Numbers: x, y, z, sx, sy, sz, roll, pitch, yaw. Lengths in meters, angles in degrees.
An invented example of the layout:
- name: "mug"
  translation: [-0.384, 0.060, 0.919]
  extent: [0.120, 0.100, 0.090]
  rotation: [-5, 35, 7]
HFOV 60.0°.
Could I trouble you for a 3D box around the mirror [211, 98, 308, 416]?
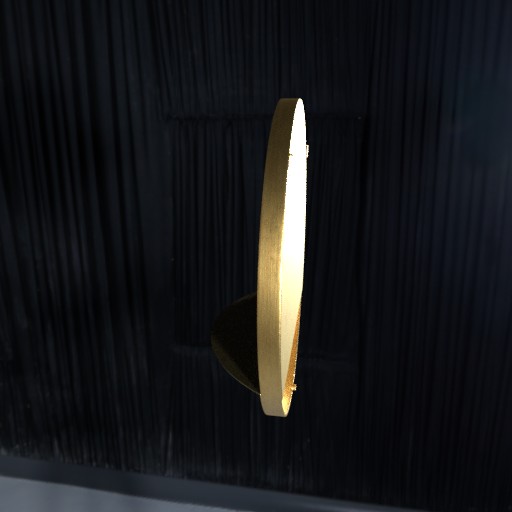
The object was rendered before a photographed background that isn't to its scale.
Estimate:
- name: "mirror"
  translation: [0.000, 0.000, 0.685]
  extent: [0.133, 0.457, 0.457]
  rotation: [3, 16, 9]
